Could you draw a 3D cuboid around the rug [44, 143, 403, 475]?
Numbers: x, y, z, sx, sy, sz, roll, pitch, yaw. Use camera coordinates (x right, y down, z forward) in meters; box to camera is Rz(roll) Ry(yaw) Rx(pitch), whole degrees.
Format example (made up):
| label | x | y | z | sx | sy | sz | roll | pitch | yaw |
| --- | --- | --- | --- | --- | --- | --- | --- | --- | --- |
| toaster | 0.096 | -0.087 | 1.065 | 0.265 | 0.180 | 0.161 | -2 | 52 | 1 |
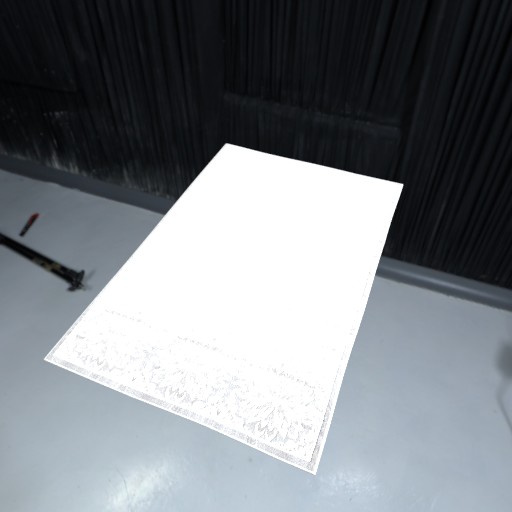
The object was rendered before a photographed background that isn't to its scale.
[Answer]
| label | x | y | z | sx | sy | sz | roll | pitch | yaw |
| --- | --- | --- | --- | --- | --- | --- | --- | --- | --- |
| rug | 0.000 | 0.000 | 3.479 | 1.819 | 0.018 | 2.746 | 17 | 48 | 15 |
